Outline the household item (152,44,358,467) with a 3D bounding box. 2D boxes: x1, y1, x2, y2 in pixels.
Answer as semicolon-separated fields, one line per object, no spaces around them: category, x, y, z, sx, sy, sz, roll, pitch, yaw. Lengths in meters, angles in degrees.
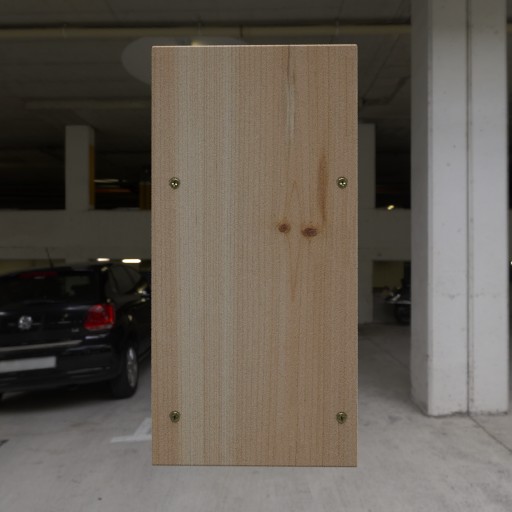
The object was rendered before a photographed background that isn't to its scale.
household item;0.000;0.000;0.400;0.149;0.300;0.171;0;0;1
